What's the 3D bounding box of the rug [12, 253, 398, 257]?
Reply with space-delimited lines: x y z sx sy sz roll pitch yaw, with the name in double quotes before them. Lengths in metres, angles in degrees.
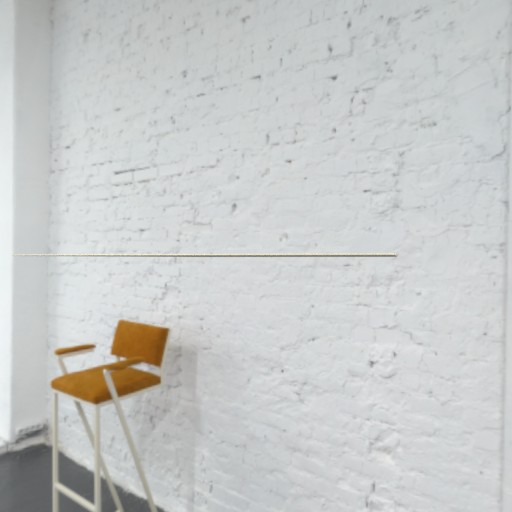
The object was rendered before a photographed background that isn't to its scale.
"rug" 0.000 0.000 3.914 2.380 0.008 2.977 0 0 17
